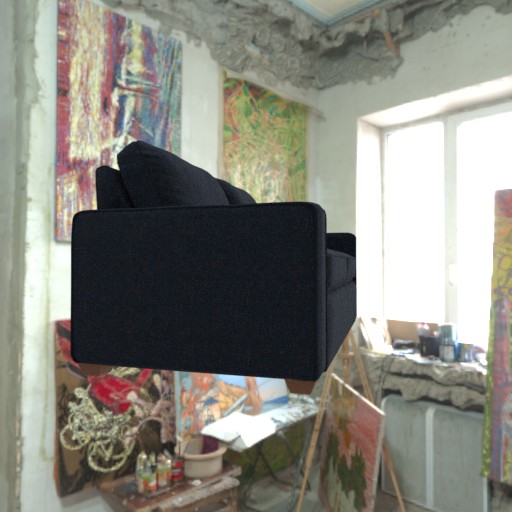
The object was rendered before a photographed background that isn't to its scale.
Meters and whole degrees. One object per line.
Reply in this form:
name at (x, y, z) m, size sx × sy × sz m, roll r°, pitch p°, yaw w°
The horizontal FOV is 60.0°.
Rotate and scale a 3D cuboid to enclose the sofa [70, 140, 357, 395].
sofa at (0.000, 0.000, 2.306) m, size 0.947 × 0.918 × 1.709 m, roll 0°, pitch -1°, yaw 17°
